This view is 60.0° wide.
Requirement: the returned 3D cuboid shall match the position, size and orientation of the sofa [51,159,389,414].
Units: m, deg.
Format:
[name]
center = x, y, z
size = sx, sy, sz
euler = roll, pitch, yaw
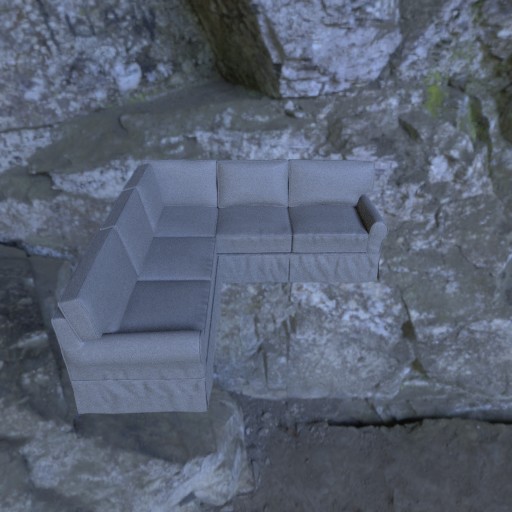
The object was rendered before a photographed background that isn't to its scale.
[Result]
[sofa]
center = 0.000, 0.000, 4.015
size = 2.623, 1.081, 2.618
euler = -1, 31, -1
